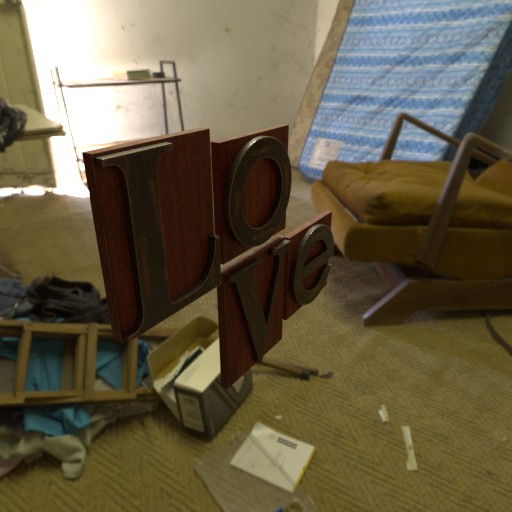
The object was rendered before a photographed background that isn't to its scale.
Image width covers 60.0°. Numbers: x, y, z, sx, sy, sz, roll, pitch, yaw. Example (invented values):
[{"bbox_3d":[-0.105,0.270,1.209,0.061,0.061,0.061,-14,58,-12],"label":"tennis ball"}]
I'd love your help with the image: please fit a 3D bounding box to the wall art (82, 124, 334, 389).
[{"bbox_3d":[0.000,0.000,0.827,0.030,0.497,0.635,17,30,31],"label":"wall art"}]
